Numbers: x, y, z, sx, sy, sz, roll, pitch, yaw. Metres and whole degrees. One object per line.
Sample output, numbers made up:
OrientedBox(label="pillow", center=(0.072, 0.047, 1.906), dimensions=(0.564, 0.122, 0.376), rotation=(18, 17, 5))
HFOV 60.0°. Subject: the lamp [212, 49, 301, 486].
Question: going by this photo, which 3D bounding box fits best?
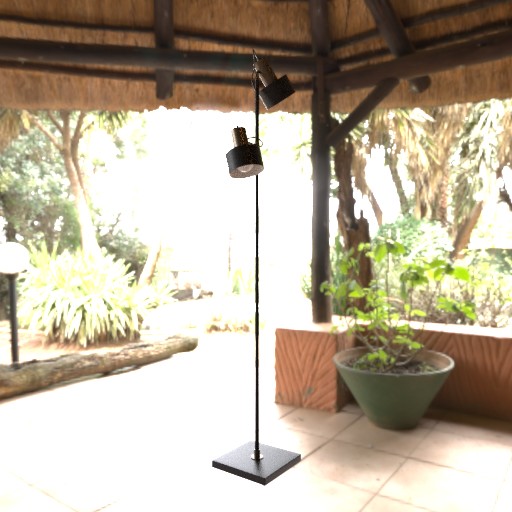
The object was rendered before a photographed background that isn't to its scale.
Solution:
OrientedBox(label="lamp", center=(0.000, 0.000, 1.616), dimensions=(0.233, 1.505, 0.315), rotation=(-1, -2, 36))
